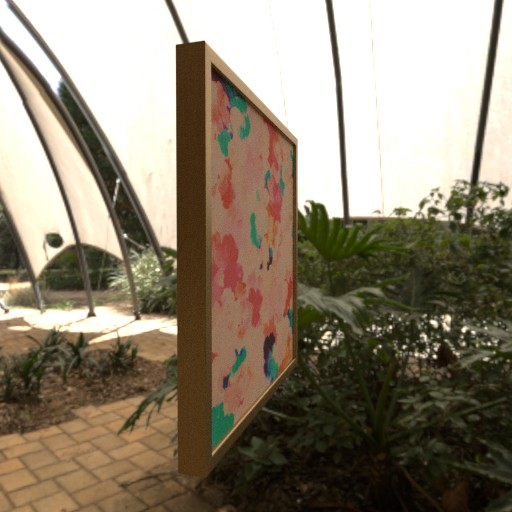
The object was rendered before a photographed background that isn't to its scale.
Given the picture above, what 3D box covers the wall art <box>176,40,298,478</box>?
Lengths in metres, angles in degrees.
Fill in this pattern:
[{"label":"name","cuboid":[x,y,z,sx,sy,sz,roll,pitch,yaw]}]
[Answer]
[{"label":"wall art","cuboid":[0.000,0.000,0.763,0.037,0.509,0.510,1,2,17]}]
